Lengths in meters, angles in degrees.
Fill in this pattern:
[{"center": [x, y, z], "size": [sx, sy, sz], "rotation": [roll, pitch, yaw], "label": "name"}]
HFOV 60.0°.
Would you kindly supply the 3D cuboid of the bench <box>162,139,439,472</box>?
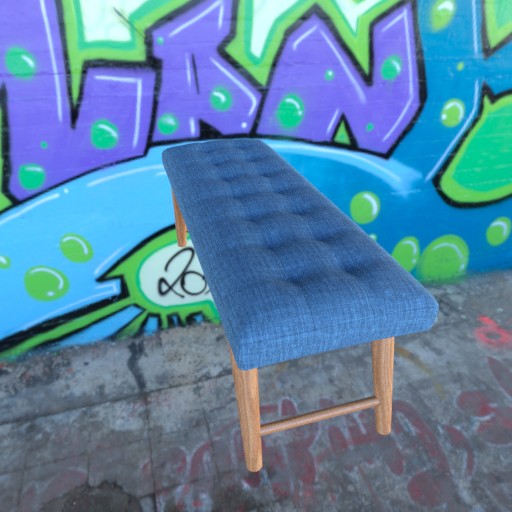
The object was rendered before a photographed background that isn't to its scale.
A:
[{"center": [0.000, 0.000, 1.341], "size": [0.406, 0.432, 1.118], "rotation": [-9, 32, -14], "label": "bench"}]
